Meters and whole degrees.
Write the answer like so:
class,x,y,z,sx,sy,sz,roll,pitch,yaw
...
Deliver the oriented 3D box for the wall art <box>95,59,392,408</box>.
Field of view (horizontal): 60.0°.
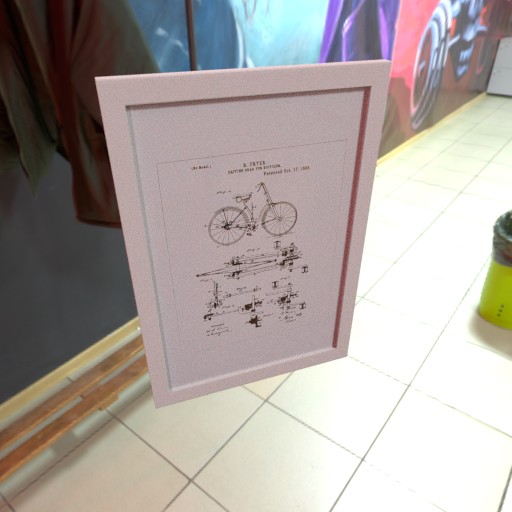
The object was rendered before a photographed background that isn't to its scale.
class,x,y,z,sx,sy,sz,roll,pitch,yaw
wall art,0.000,0.000,0.604,0.332,0.477,0.015,-11,34,-16
